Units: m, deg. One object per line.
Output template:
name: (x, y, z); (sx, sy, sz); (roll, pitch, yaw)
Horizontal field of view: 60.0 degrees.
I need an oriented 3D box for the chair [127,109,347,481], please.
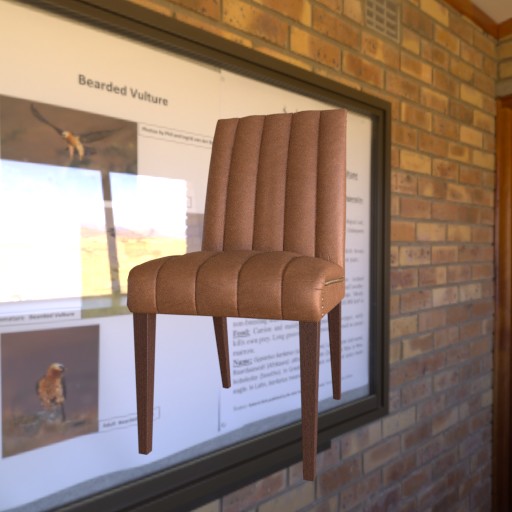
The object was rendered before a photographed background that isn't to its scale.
chair: (0.000, 0.000, 1.334); (0.511, 1.016, 0.647); (0, 1, 17)
